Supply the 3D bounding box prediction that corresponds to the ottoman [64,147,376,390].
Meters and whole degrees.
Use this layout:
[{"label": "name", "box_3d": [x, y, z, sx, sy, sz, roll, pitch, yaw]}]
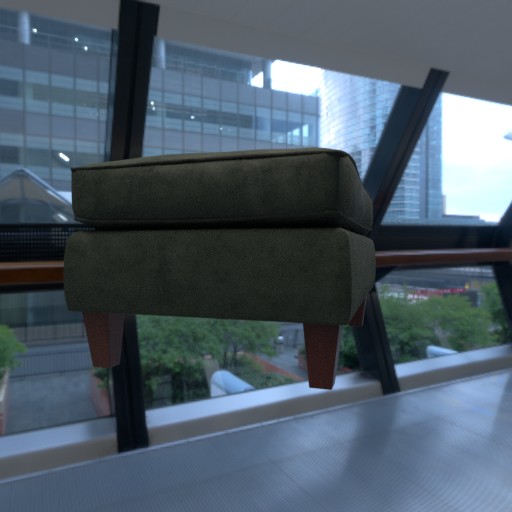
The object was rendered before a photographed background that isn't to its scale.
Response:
[{"label": "ottoman", "box_3d": [0.000, 0.000, 1.277, 0.632, 0.495, 0.864, 0, 1, 18]}]
